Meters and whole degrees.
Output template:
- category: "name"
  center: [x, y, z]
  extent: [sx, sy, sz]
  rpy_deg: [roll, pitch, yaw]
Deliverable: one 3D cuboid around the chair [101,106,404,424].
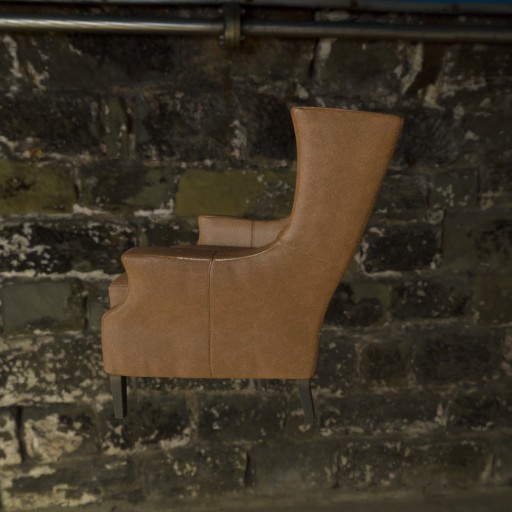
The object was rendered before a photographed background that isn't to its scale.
- category: "chair"
  center: [0.000, 0.000, 1.681]
  extent: [0.925, 1.016, 0.852]
  rpy_deg: [2, 14, 10]
